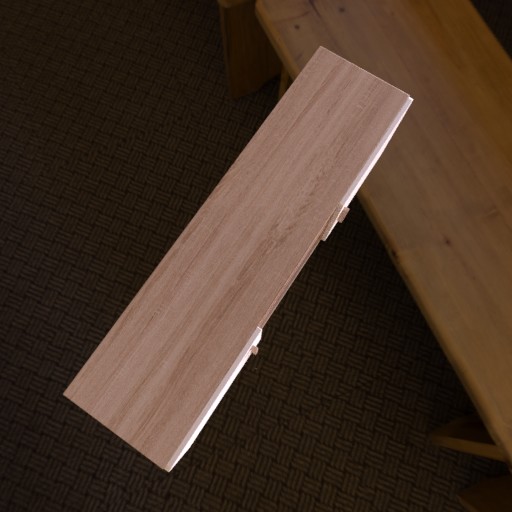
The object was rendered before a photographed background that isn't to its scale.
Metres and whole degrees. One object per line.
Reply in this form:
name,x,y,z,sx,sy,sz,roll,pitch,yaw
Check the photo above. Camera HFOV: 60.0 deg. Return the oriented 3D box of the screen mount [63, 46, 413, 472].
screen mount,0.000,0.000,1.754,0.420,0.570,1.500,33,78,8
